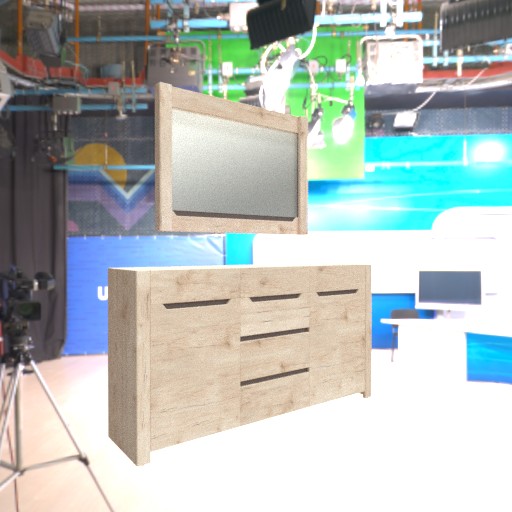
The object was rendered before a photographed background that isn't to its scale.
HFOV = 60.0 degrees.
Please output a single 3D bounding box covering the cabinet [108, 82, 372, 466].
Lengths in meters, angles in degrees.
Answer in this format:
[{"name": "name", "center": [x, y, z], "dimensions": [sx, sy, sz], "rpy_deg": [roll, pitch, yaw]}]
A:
[{"name": "cabinet", "center": [0.000, 0.000, 2.749], "dimensions": [1.700, 1.981, 0.420], "rpy_deg": [0, 1, -36]}]
